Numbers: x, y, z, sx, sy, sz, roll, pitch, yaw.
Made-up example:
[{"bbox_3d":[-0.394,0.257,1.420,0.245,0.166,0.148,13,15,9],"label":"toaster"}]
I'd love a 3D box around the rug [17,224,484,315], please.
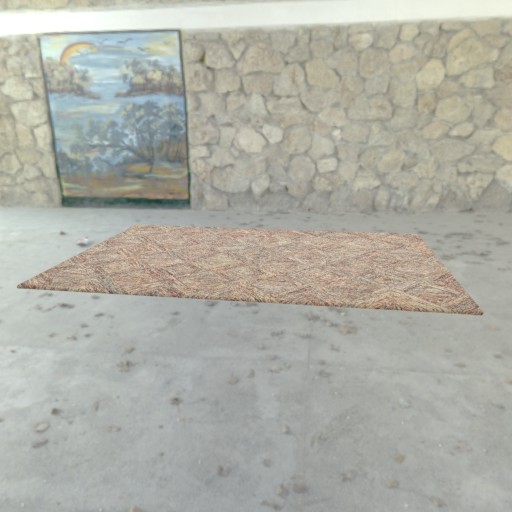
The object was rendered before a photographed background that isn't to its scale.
[{"bbox_3d":[0.000,0.000,2.858,2.285,0.019,1.523,2,16,8],"label":"rug"}]
